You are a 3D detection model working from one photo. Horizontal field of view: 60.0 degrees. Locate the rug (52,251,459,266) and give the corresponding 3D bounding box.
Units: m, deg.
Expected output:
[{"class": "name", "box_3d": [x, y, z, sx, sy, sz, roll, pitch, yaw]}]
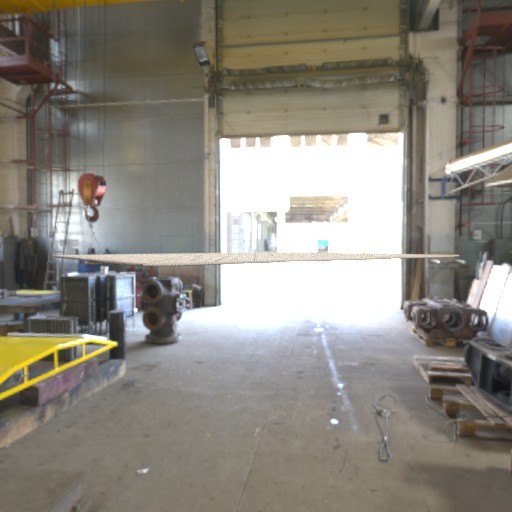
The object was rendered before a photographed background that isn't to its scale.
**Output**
[{"class": "rug", "box_3d": [0.000, 0.000, 4.500, 3.381, 0.026, 2.436, -1, 2, -36]}]
